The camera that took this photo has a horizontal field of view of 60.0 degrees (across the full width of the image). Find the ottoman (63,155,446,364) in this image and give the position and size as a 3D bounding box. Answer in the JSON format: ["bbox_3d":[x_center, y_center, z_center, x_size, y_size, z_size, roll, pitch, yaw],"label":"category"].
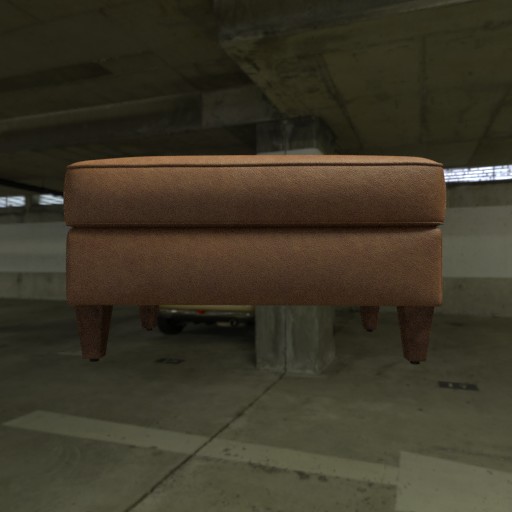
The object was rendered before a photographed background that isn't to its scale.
[{"bbox_3d":[0.000,0.000,1.224,0.864,0.483,0.584,0,-1,2],"label":"ottoman"}]
